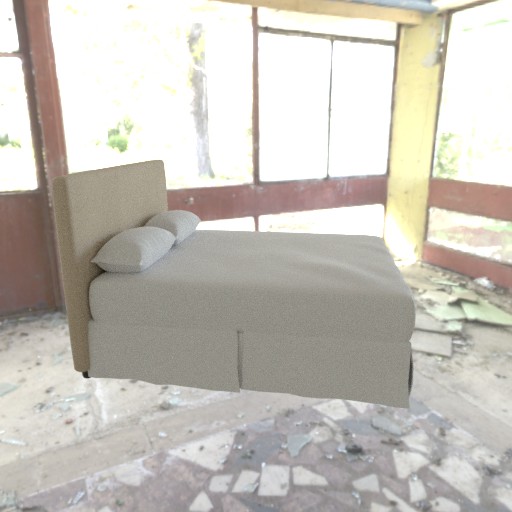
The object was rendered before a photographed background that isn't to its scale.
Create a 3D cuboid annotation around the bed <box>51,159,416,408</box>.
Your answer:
[{"bbox_3d":[0.000,0.000,3.338,2.142,1.330,1.723,2,16,8],"label":"bed"}]
